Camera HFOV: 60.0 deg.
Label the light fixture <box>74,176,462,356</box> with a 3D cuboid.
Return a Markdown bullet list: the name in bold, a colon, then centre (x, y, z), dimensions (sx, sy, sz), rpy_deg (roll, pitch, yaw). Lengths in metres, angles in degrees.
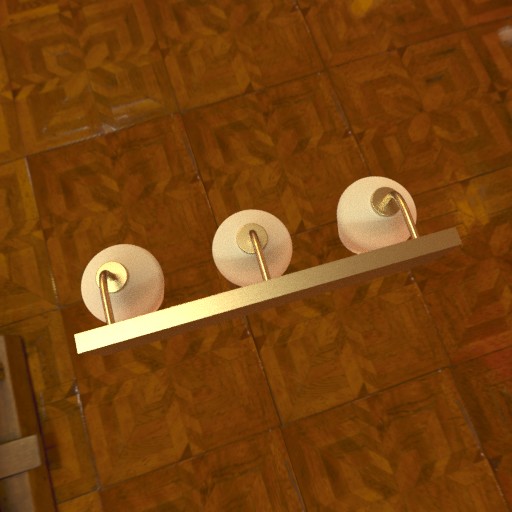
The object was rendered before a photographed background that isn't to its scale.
- **light fixture**: centre (0.000, 0.000, 0.747), dimensions (0.609, 0.280, 0.190), rpy_deg (-16, 77, -4)
